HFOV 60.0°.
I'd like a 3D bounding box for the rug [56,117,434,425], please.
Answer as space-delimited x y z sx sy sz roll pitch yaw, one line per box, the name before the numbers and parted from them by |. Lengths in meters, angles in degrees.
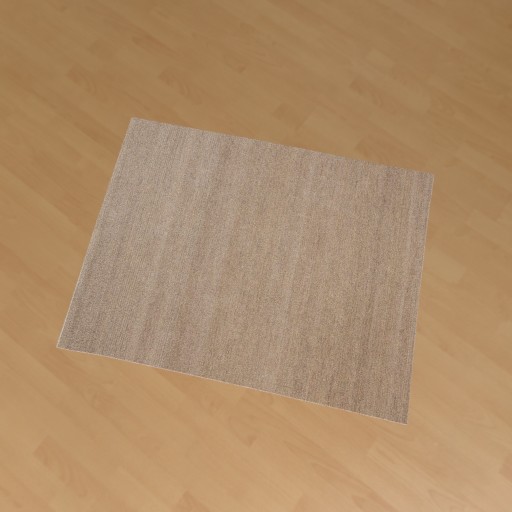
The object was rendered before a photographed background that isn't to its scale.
rug | 0.000 0.000 4.302 3.245 0.046 2.467 12 75 3
